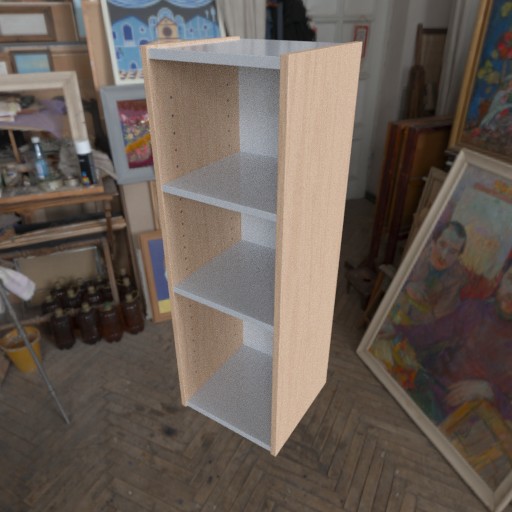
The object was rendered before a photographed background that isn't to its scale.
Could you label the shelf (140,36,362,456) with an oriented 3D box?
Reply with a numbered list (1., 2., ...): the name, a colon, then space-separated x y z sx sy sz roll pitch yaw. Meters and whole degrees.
1. shelf: 0.000 0.000 1.038 0.300 0.900 0.290 18 34 28
